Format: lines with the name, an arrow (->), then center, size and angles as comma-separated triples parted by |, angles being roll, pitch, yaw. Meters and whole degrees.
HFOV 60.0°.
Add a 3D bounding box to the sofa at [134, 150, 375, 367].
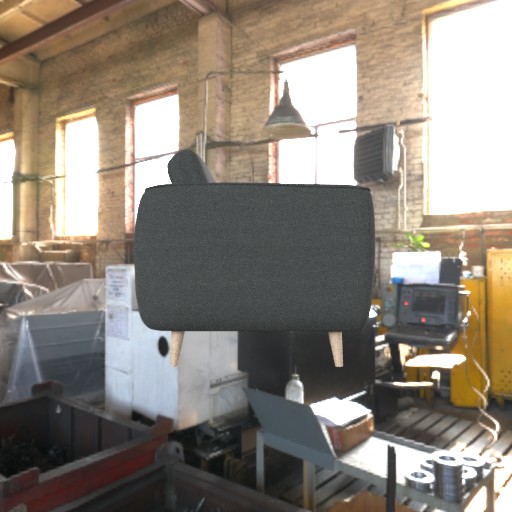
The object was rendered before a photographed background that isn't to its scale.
sofa -> 0.000, 0.000, 2.521 | 0.920, 0.850, 2.000 | 0, -1, 0
